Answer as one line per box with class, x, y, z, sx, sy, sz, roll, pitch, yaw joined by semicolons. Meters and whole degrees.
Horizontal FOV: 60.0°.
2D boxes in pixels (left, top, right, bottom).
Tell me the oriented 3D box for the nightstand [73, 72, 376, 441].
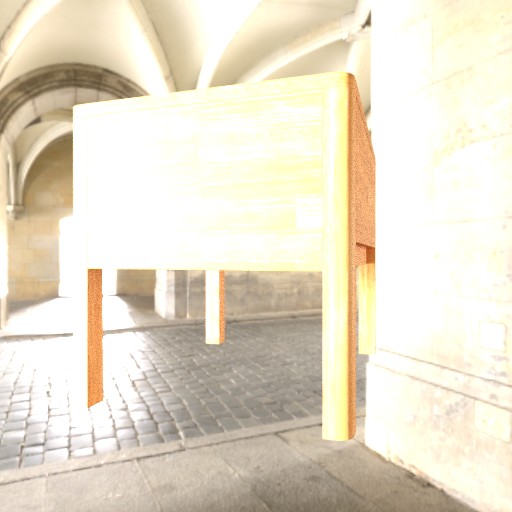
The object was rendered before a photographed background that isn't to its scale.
nightstand;0.000;0.000;0.893;0.440;0.470;0.560;0;0;18
